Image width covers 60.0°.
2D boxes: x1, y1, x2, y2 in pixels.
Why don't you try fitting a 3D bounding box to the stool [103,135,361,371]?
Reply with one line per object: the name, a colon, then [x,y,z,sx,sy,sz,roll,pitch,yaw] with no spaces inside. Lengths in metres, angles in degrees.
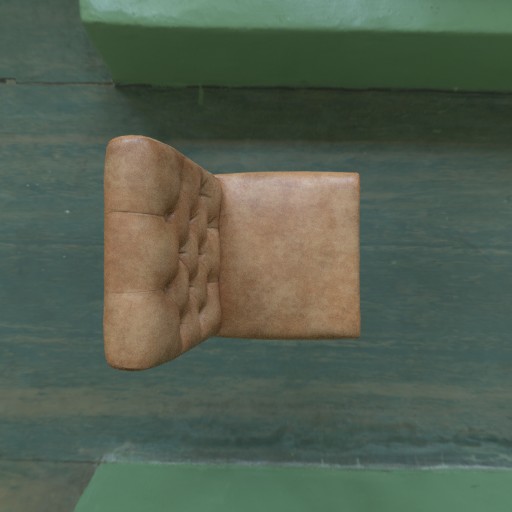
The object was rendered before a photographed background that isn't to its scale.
stool: [0.000,0.000,1.369,0.601,1.047,0.493,0,89,1]
